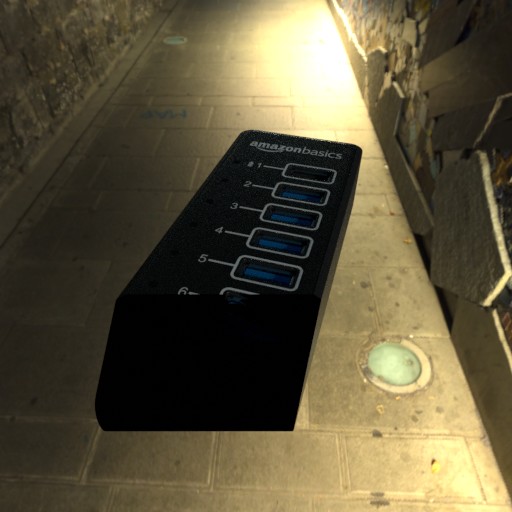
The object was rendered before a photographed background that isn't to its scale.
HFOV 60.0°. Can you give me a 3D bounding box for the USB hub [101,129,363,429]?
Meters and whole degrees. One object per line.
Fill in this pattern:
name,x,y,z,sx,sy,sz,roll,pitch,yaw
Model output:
USB hub,0.000,0.000,0.127,0.044,0.023,0.110,12,43,13
